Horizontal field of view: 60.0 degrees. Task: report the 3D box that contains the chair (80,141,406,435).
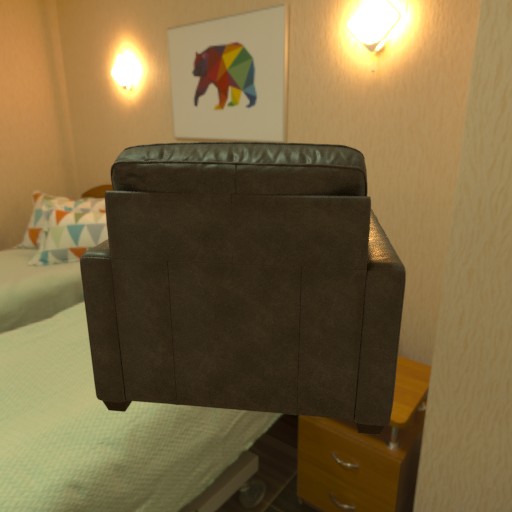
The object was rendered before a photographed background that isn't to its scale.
[{"bbox_3d":[0.000,0.000,1.768,1.006,0.916,0.939,2,17,8],"label":"chair"}]
